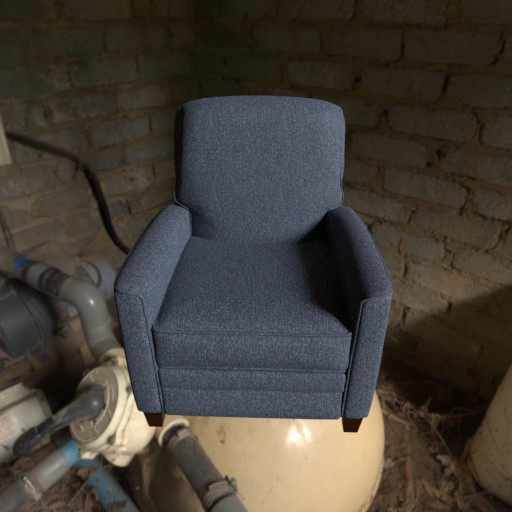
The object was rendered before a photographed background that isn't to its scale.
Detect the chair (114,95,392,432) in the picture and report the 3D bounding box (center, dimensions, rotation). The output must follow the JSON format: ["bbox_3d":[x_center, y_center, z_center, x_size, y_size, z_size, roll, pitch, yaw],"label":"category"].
[{"bbox_3d":[0.000,0.000,1.646,0.839,1.016,0.850,1,29,2],"label":"chair"}]
